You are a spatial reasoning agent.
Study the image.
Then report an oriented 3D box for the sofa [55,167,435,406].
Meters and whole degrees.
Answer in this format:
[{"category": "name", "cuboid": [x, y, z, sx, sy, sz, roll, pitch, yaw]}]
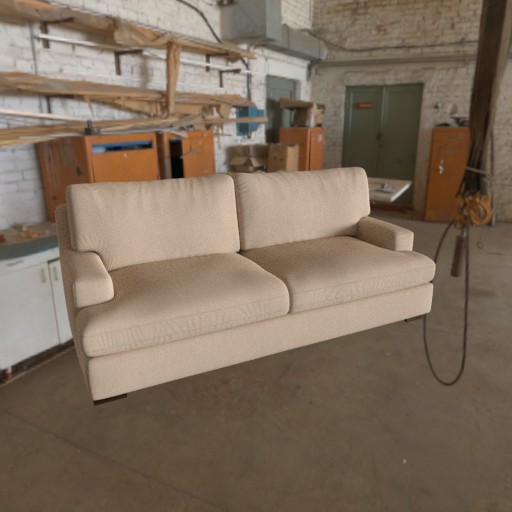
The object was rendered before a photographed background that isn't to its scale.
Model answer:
[{"category": "sofa", "cuboid": [0.000, 0.000, 2.683, 2.147, 0.925, 0.929, -9, 19, -26]}]
